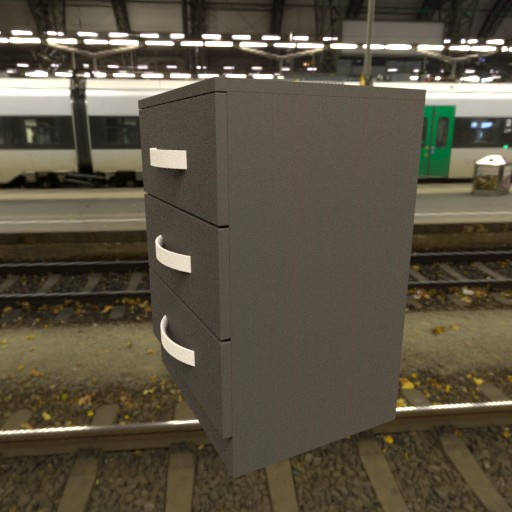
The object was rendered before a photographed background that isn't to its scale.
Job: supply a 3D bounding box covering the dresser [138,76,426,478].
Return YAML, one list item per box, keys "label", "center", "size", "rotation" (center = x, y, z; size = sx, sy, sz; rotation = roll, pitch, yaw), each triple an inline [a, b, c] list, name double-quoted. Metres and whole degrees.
- label: "dresser"
  center: [0.000, 0.000, 0.819]
  size: [0.360, 0.560, 0.400]
  rotation: [-7, 17, -26]
